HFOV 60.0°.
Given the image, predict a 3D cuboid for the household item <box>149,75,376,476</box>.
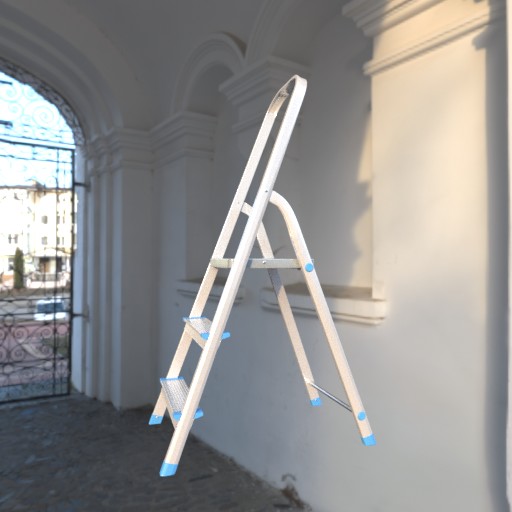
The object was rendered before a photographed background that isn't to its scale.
[{"bbox_3d":[0.000,0.000,1.522,0.687,1.215,0.420,0,0,-18],"label":"household item"}]
